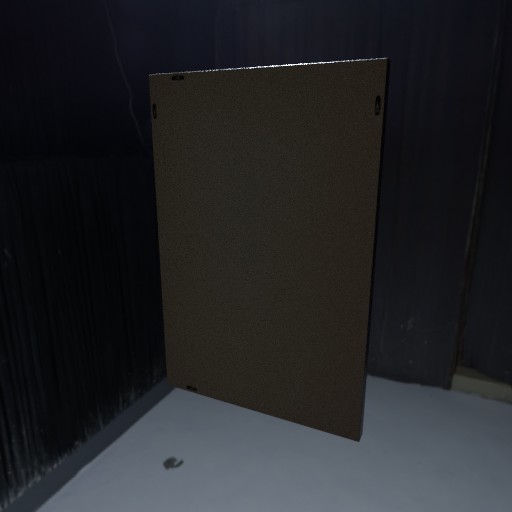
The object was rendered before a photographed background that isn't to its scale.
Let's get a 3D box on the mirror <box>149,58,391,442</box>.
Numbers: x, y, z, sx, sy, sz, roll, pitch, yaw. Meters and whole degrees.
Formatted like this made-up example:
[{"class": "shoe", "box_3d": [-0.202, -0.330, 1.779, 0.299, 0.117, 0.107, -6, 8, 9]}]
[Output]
[{"class": "mirror", "box_3d": [0.000, 0.000, 1.163, 0.609, 0.915, 0.040, 8, 17, 25]}]
